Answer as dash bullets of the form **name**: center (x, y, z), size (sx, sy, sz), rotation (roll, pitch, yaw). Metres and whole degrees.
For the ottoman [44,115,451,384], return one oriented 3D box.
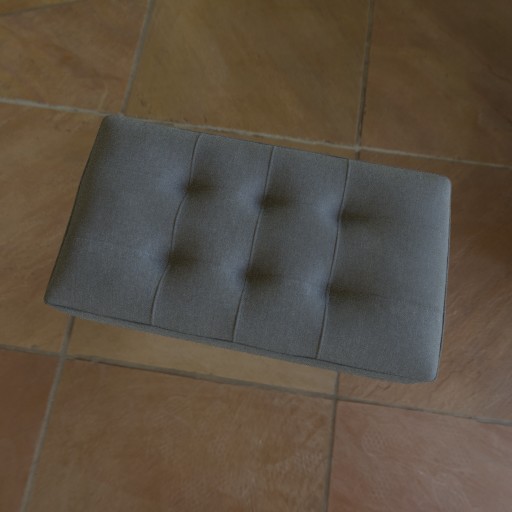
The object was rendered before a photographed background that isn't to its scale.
- **ottoman**: center (0.000, 0.000, 1.496), size (1.143, 0.514, 0.648), rotation (11, 75, 3)
